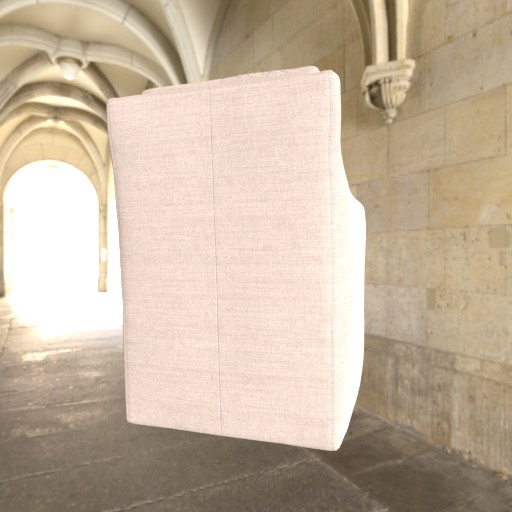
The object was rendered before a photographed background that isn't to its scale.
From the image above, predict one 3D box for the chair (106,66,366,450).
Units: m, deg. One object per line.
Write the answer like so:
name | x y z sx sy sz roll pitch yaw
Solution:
chair | 0.000 0.000 1.359 0.626 0.914 0.694 0 0 18
